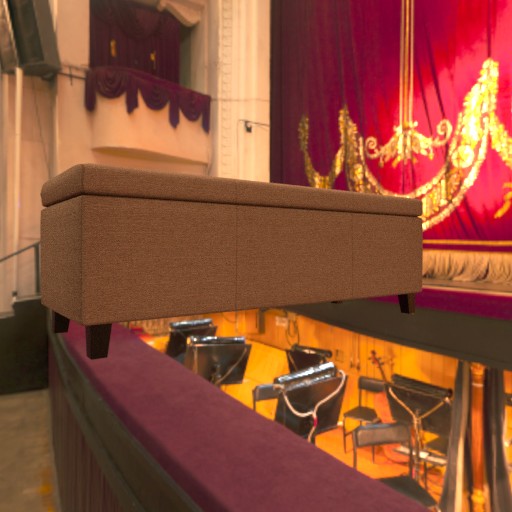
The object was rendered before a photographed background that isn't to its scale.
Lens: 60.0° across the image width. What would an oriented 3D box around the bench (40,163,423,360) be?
[{"bbox_3d":[0.000,0.000,1.484,1.269,0.438,0.446,-1,1,-36],"label":"bench"}]
